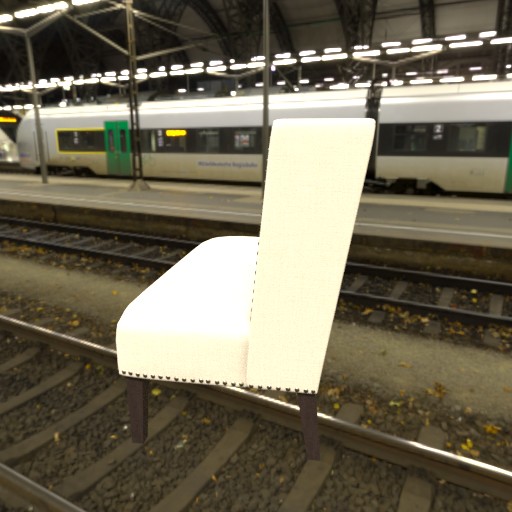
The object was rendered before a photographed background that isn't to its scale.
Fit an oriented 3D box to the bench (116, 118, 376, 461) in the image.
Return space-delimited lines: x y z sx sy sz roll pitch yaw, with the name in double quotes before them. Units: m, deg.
"bench" 0.000 0.000 2.007 0.847 1.123 1.280 2 14 8
